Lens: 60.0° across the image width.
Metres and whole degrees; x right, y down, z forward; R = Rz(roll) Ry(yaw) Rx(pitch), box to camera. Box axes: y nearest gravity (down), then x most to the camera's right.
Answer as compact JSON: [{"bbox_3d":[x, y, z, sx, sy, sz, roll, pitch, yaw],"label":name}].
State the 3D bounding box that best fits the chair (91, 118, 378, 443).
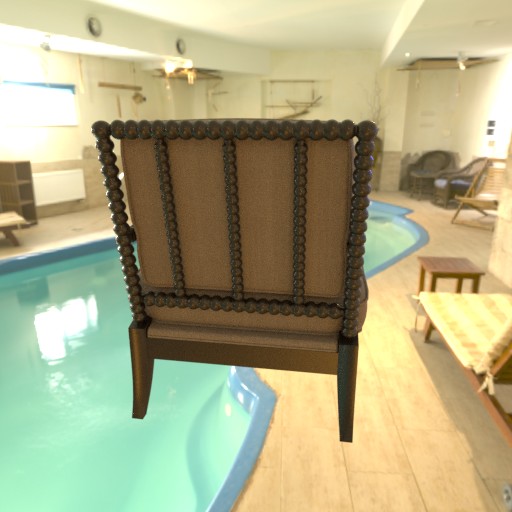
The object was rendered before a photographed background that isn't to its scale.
[{"bbox_3d":[0.000,0.000,1.119,0.540,0.661,0.622,3,17,9],"label":"chair"}]
